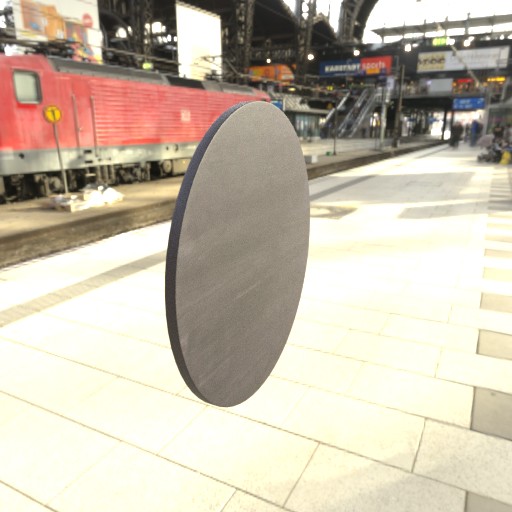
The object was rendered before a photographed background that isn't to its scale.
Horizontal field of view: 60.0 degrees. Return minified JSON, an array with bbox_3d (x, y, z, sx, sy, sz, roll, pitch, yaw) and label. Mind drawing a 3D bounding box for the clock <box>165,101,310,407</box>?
[{"bbox_3d":[0.000,0.000,0.902,0.029,0.595,0.595,8,18,24],"label":"clock"}]
